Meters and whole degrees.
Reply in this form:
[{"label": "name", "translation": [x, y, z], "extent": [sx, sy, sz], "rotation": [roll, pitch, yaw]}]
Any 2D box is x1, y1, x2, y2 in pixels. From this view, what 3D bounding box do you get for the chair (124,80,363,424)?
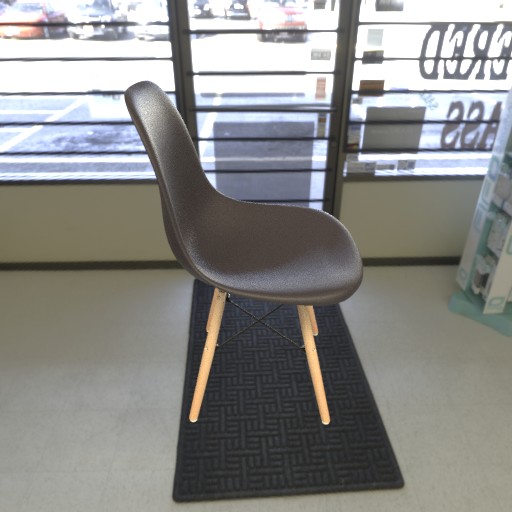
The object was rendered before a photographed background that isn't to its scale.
[{"label": "chair", "translation": [0.000, 0.000, 1.139], "extent": [0.533, 0.825, 0.470], "rotation": [1, 31, 2]}]
